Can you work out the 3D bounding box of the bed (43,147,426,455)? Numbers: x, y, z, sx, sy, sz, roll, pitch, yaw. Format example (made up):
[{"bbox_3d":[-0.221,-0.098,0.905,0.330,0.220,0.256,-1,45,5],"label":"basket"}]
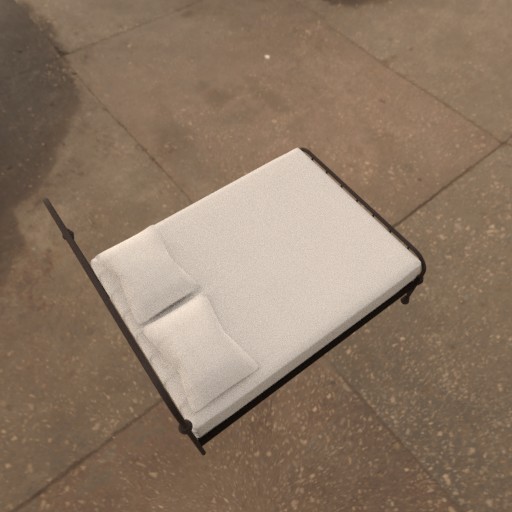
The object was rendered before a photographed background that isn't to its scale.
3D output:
[{"bbox_3d":[0.000,0.000,3.231,2.134,1.446,1.616,-32,64,-18],"label":"bed"}]
